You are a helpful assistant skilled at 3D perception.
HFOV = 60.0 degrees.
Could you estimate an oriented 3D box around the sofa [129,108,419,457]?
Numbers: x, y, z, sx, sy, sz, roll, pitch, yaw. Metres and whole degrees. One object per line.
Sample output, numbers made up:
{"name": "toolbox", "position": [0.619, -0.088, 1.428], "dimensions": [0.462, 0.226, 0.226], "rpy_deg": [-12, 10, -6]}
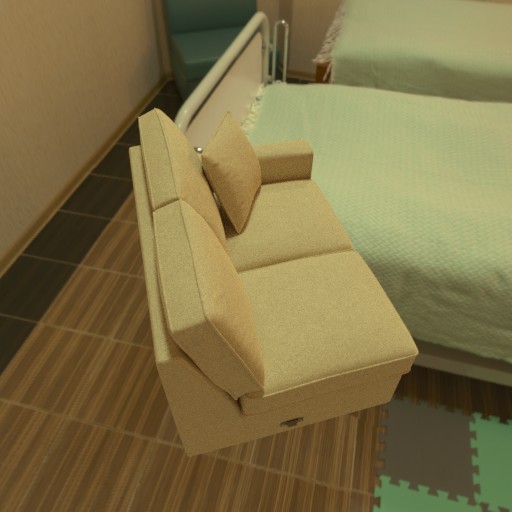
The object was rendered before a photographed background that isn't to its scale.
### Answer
{"name": "sofa", "position": [0.000, 0.000, 2.095], "dimensions": [0.991, 0.989, 1.388], "rpy_deg": [-11, 47, -10]}
